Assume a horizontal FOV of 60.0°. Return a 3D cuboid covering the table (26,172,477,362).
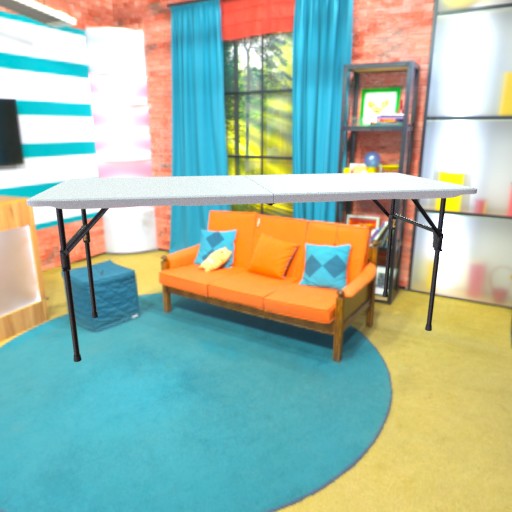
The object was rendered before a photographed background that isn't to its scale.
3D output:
[{"bbox_3d":[0.000,0.000,2.192,1.829,0.719,0.761,-3,16,-10],"label":"table"}]
